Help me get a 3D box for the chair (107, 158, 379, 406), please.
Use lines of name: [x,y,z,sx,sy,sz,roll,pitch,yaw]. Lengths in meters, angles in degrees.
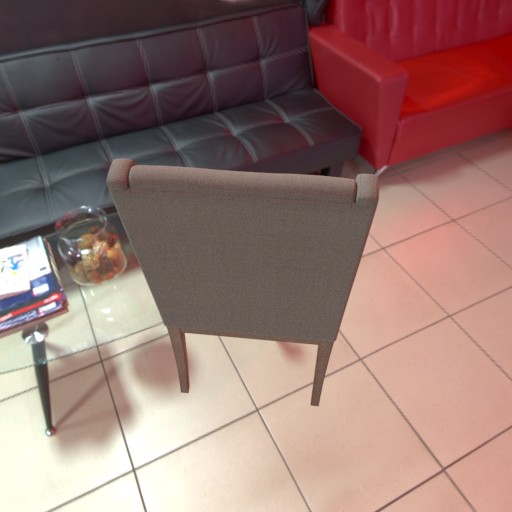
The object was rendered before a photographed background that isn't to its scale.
chair: [0.000,0.000,1.400,0.575,1.021,0.611,4,47,4]
